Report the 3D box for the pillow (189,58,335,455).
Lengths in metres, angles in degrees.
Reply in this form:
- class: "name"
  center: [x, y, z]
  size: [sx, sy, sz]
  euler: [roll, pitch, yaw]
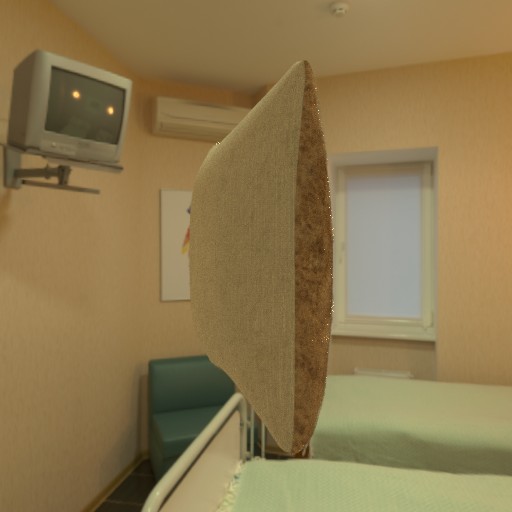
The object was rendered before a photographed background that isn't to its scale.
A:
- class: "pillow"
  center: [0.000, 0.000, 0.822]
  size: [0.216, 0.525, 0.538]
  euler: [0, 0, -18]
